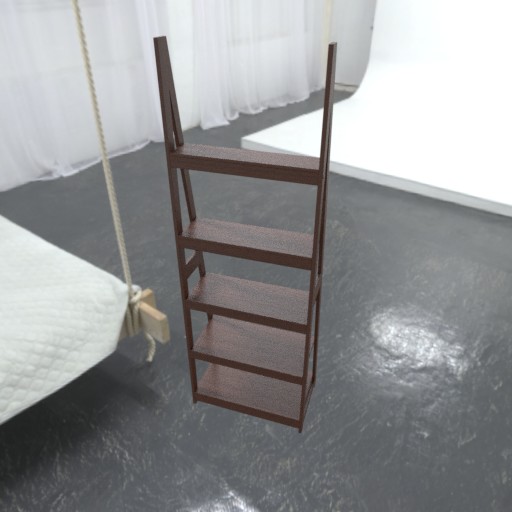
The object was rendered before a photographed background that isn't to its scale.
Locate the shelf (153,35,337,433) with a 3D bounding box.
[{"bbox_3d":[0.000,0.000,1.977,0.600,1.770,0.350,10,33,16],"label":"shelf"}]
